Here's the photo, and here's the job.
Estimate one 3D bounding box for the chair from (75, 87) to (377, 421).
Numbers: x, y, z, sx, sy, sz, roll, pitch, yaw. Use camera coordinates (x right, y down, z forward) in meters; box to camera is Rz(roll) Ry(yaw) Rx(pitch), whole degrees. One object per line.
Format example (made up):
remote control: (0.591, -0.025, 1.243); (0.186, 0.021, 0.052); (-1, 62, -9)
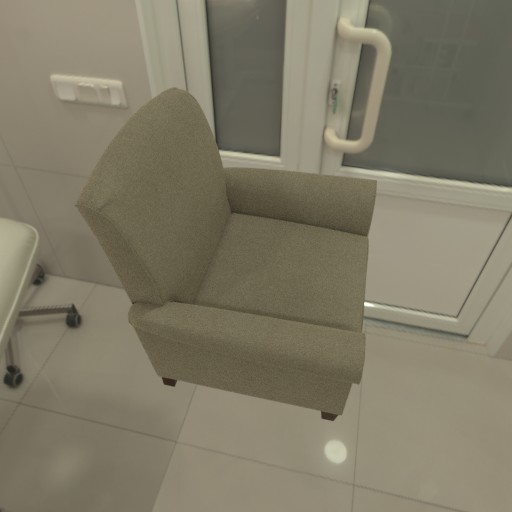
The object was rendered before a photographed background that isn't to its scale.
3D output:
chair: (0.000, 0.000, 1.753); (0.905, 1.061, 0.978); (9, 46, 9)
